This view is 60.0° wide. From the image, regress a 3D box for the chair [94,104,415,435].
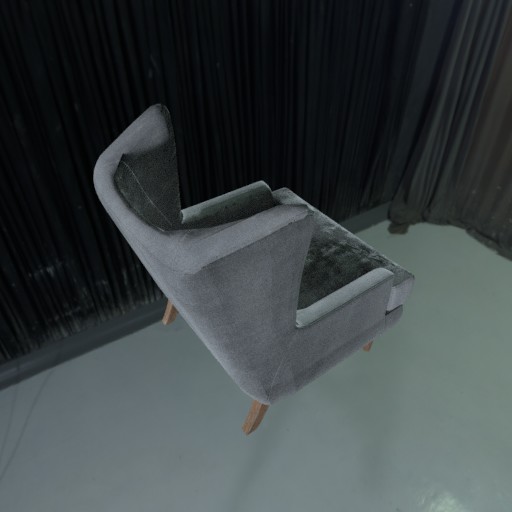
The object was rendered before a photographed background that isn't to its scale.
[{"bbox_3d":[0.000,0.000,1.613,0.906,0.950,0.784,-25,46,-27],"label":"chair"}]
